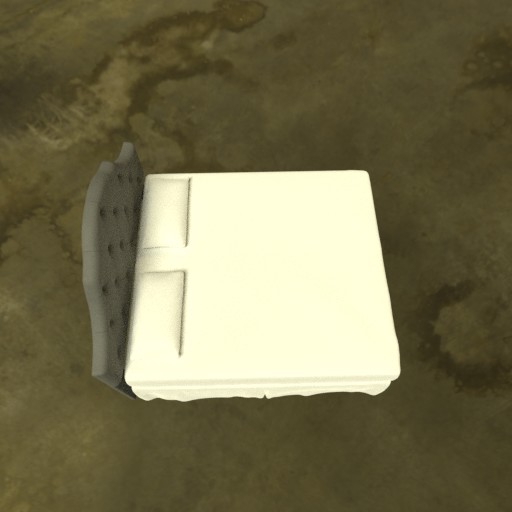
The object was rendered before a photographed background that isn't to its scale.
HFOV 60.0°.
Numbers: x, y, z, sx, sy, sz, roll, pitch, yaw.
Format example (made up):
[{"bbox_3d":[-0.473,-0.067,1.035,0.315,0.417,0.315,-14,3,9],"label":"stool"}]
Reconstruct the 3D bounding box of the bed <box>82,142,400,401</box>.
[{"bbox_3d":[0.000,0.000,3.582,2.214,1.615,2.008,-1,64,-1],"label":"bed"}]
